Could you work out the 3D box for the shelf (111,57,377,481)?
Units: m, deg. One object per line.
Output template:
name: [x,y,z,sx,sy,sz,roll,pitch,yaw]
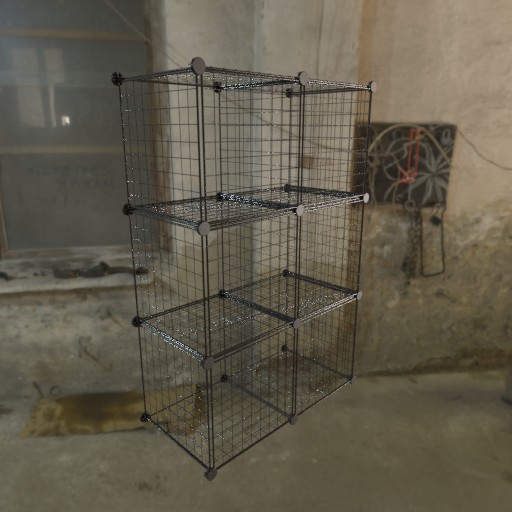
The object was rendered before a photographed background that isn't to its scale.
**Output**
shelf: [0.000,0.000,1.416,0.711,1.067,0.356,-15,22,-42]
